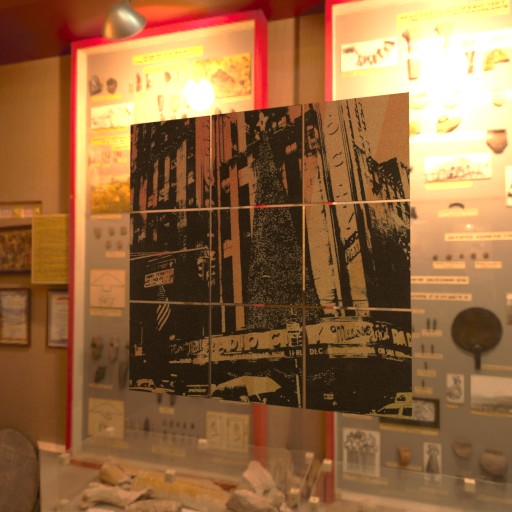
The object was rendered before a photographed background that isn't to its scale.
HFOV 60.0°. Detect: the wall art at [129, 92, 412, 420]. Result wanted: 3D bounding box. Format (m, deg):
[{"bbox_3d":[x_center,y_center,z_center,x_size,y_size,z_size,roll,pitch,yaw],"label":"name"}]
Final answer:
[{"bbox_3d":[0.000,0.000,1.839,1.216,1.216,0.013,0,-1,19],"label":"wall art"}]
